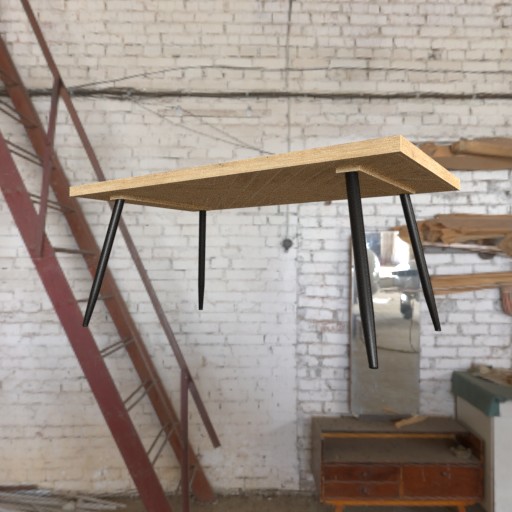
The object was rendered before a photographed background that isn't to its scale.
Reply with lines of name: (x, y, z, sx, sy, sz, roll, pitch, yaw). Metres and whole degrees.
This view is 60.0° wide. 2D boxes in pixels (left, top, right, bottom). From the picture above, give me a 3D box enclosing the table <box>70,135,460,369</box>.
table: (0.000, 0.000, 2.326, 1.803, 0.762, 0.991, 0, 0, 35)
